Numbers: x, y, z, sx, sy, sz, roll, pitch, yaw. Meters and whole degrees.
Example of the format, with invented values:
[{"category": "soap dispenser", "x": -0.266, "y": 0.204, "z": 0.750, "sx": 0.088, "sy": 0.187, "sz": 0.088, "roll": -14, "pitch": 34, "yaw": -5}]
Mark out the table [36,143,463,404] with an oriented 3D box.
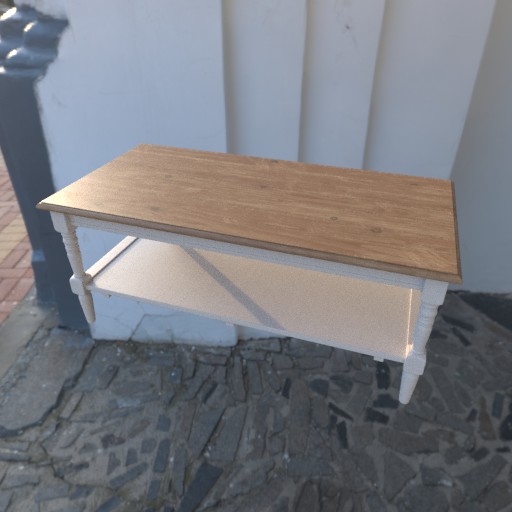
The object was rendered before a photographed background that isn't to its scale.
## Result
[{"category": "table", "x": 0.000, "y": 0.000, "z": 1.431, "sx": 1.118, "sy": 0.458, "sz": 0.559, "roll": 10, "pitch": 34, "yaw": 16}]
